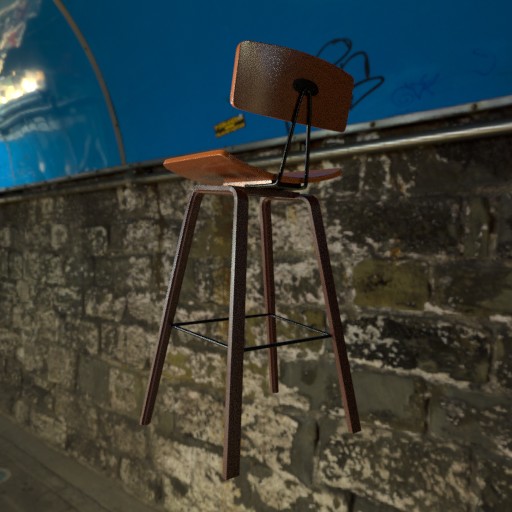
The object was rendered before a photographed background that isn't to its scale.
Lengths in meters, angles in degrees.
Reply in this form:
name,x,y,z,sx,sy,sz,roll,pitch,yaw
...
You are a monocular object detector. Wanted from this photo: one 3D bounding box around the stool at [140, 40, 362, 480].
name,x,y,z,sx,sy,sz,roll,pitch,yaw
stool,0.000,0.000,1.243,0.509,0.969,0.440,-1,1,-36
